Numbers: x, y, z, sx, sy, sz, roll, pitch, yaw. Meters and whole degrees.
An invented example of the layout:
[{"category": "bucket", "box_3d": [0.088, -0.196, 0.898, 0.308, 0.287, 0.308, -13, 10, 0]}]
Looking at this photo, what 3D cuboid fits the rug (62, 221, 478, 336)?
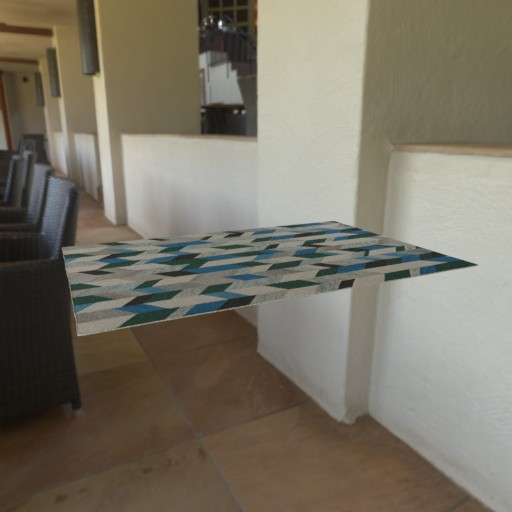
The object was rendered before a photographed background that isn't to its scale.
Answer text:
[{"category": "rug", "box_3d": [0.000, 0.000, 2.317, 1.827, 0.005, 1.229, -7, 17, -24]}]
